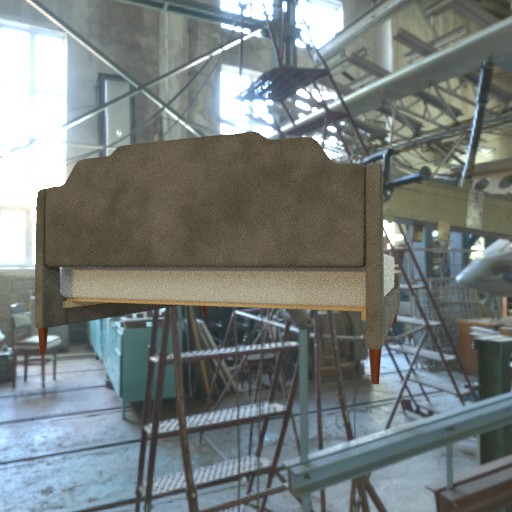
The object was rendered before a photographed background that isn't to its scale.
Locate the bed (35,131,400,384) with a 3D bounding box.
[{"bbox_3d":[0.000,0.000,3.486,2.074,1.245,2.340,0,-1,20],"label":"bed"}]
